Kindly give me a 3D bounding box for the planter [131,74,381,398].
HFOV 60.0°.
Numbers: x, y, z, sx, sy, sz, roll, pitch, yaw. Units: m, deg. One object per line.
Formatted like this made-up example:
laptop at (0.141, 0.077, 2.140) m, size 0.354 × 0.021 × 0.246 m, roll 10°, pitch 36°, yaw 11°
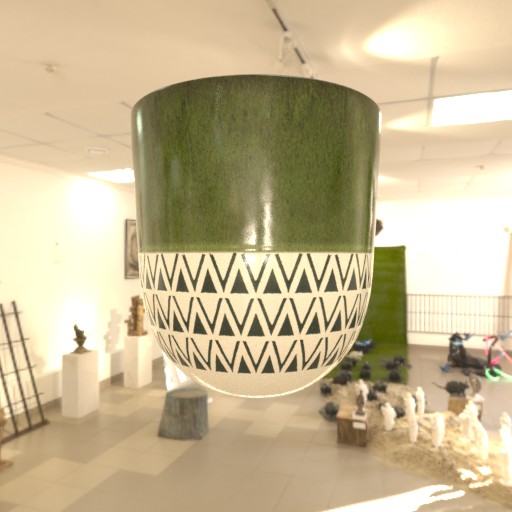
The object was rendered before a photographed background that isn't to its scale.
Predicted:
planter at (0.000, 0.000, 0.450) m, size 0.245 × 0.270 × 0.245 m, roll 0°, pitch 0°, yaw 0°
